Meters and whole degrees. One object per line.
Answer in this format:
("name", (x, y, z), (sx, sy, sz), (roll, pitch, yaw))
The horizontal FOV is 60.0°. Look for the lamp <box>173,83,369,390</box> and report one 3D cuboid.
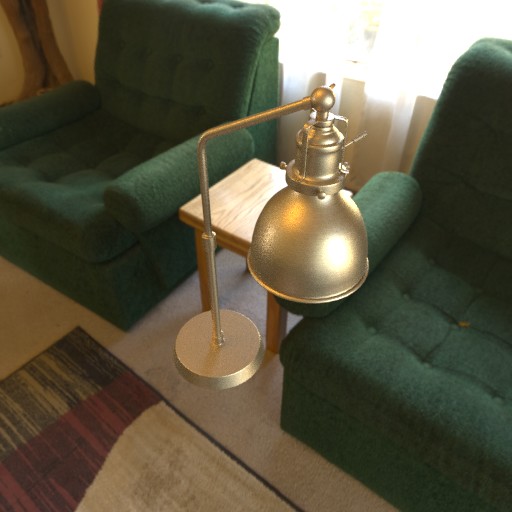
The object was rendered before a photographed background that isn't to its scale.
("lamp", (0.000, 0.000, 0.579), (0.286, 0.456, 0.153), (13, 43, 15))
